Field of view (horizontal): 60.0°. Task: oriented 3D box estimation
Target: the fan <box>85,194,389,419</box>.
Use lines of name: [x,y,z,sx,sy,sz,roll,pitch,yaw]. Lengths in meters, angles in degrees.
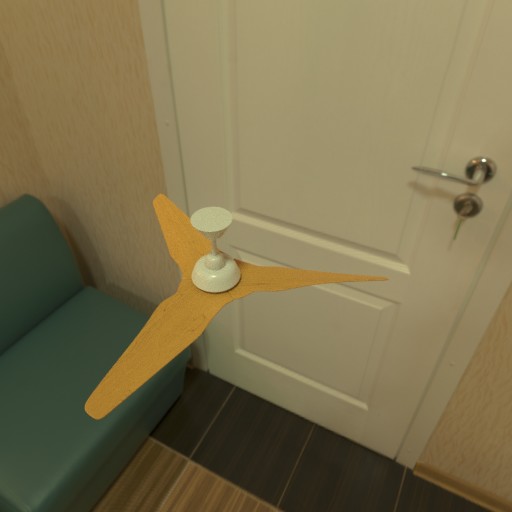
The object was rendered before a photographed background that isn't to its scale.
fan: [0.000,0.000,1.639,1.010,0.355,1.142,-1,41,-1]
